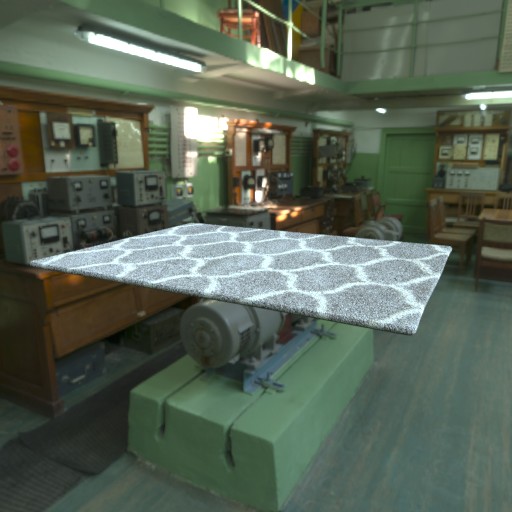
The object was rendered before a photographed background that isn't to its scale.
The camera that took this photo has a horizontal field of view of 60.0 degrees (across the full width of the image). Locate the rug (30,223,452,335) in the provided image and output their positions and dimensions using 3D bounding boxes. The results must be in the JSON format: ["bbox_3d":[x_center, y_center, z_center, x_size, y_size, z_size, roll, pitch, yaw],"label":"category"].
[{"bbox_3d":[0.000,0.000,2.074,1.600,0.025,1.200,7,15,27],"label":"rug"}]
